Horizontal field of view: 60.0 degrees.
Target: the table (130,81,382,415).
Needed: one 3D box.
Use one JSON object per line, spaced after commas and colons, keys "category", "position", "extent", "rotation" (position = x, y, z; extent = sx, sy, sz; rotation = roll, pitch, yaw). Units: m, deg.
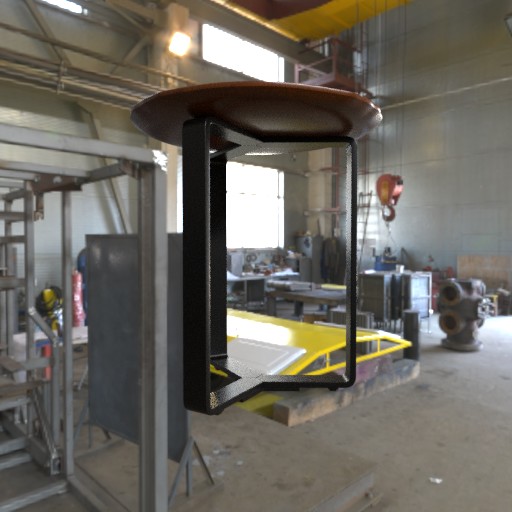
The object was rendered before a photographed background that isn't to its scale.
{"category": "table", "position": [0.000, 0.000, 0.751], "extent": [0.410, 0.450, 0.380], "rotation": [0, 2, 1]}
